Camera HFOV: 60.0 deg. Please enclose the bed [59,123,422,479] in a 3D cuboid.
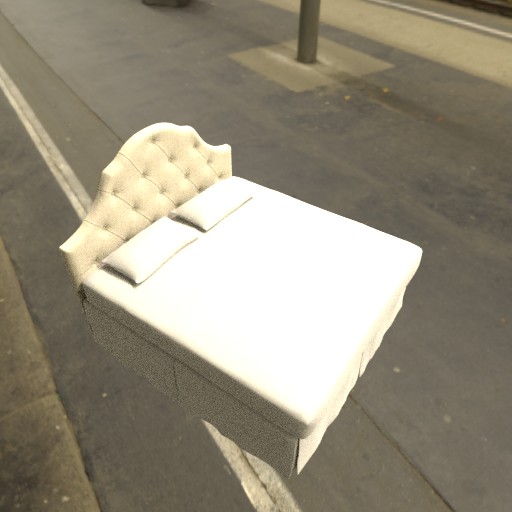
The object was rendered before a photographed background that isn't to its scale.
[{"bbox_3d":[0.000,0.000,3.447,2.086,1.555,2.012,25,47,26],"label":"bed"}]
